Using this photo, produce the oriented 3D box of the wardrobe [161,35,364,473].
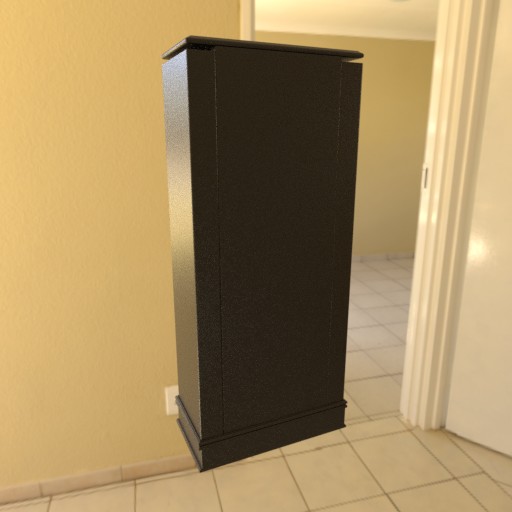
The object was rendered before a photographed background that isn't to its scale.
[{"bbox_3d":[0.000,0.000,1.202,0.444,1.011,0.295,-7,16,-23],"label":"wardrobe"}]
